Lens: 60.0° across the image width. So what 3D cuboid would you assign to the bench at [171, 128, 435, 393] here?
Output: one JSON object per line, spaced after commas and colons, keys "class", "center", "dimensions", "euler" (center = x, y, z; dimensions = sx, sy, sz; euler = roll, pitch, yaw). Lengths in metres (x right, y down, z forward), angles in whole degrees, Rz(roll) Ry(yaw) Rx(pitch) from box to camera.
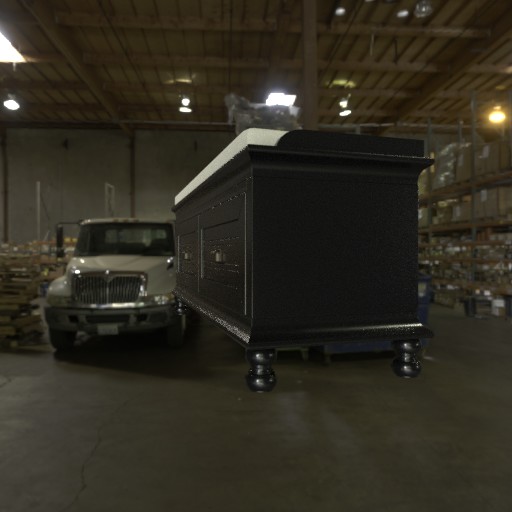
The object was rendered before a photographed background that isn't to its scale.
{"class": "bench", "center": [0.000, 0.000, 1.418], "dimensions": [0.402, 0.501, 1.185], "euler": [0, 0, -17]}
